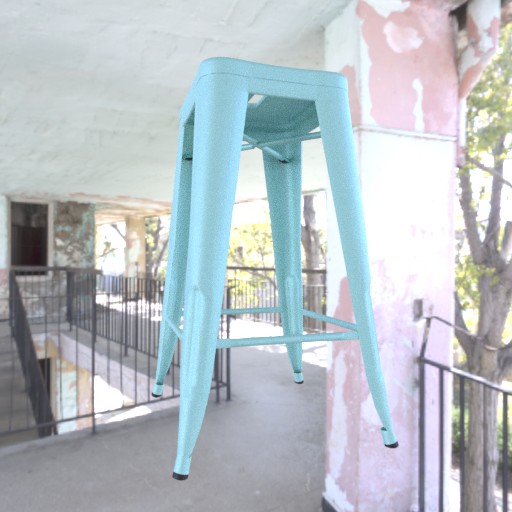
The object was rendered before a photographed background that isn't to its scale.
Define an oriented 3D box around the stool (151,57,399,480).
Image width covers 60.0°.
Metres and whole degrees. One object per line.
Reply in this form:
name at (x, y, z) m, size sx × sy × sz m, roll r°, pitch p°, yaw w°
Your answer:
stool at (0.000, 0.000, 0.835) m, size 0.359 × 0.609 × 0.399 m, roll 0°, pitch 0°, yaw -18°
